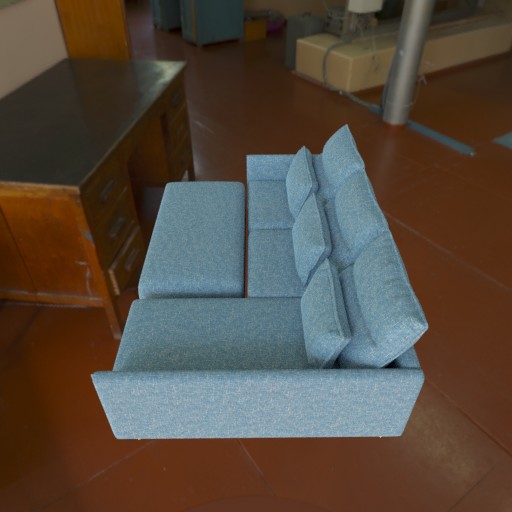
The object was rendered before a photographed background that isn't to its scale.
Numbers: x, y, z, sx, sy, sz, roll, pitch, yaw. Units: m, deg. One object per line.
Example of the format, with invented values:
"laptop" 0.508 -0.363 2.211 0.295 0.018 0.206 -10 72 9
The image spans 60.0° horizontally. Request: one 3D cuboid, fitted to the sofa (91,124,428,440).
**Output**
"sofa" 0.000 0.000 2.747 1.420 0.899 2.034 0 40 0
